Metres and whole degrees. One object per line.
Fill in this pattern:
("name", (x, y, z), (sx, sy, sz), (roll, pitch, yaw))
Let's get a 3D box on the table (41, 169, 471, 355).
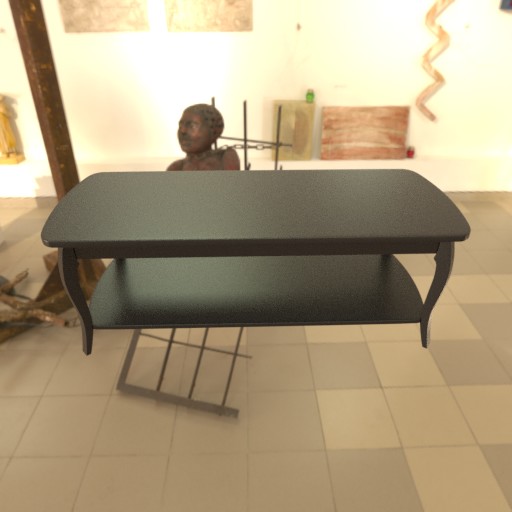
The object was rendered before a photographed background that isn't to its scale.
("table", (0.000, 0.000, 1.635), (1.333, 0.457, 0.571), (-1, 31, -1))
